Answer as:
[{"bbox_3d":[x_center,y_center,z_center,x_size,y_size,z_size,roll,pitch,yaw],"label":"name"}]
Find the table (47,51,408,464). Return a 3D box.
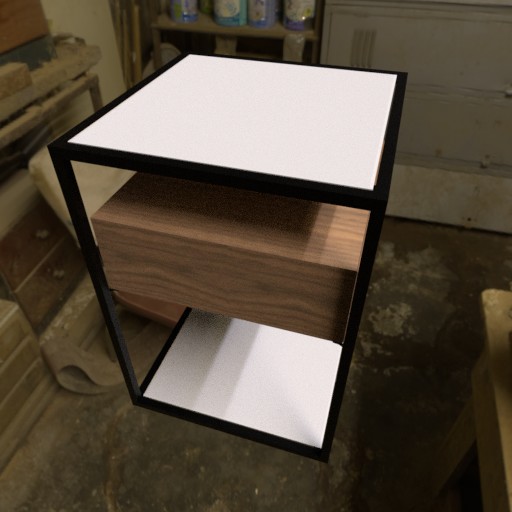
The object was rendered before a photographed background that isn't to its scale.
[{"bbox_3d":[0.000,0.000,0.770,0.378,0.540,0.378,11,42,13],"label":"table"}]
